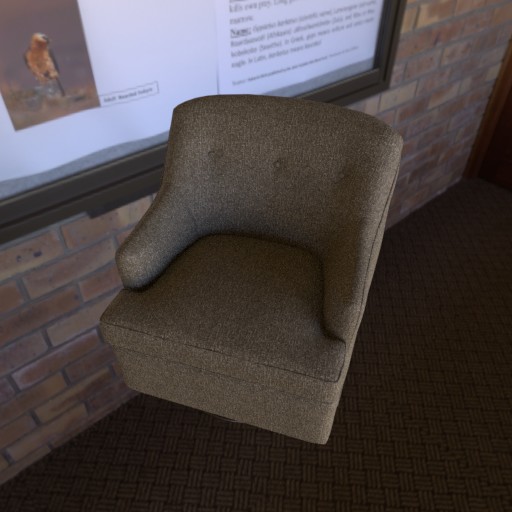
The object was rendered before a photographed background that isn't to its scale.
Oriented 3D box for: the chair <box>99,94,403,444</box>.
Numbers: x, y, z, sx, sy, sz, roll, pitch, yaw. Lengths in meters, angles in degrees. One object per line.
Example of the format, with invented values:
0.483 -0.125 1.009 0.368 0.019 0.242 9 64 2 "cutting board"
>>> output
0.000 0.000 1.620 0.864 0.856 0.923 12 43 13 "chair"
